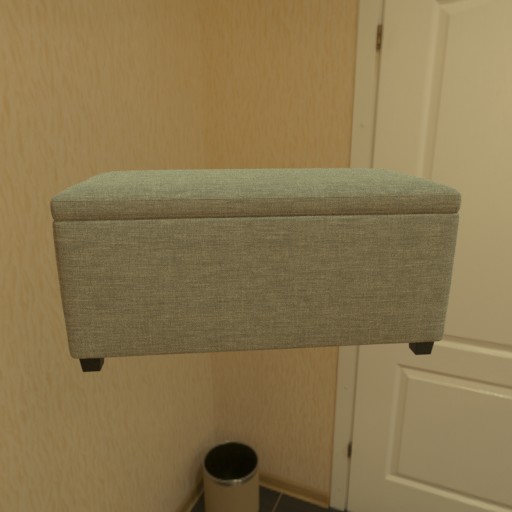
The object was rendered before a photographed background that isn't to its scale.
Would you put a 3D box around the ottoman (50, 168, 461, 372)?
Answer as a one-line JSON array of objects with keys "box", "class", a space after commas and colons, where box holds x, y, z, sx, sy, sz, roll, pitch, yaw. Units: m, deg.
[{"box": [0.000, 0.000, 1.173, 0.902, 0.432, 0.419, -2, 17, -5], "class": "ottoman"}]
